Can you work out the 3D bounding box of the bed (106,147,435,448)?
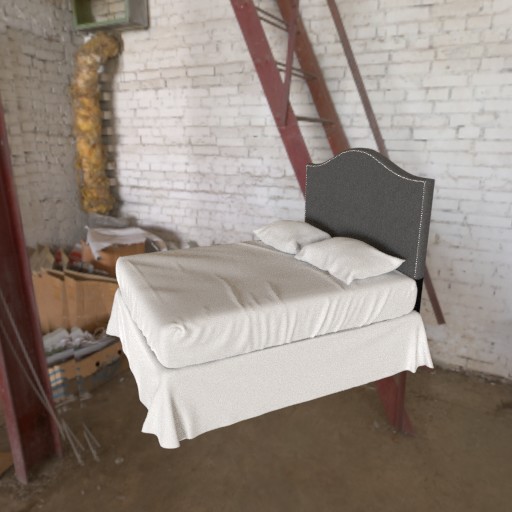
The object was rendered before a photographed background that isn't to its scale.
[{"bbox_3d":[0.000,0.000,3.540,2.221,1.645,1.876,-8,18,-25],"label":"bed"}]
